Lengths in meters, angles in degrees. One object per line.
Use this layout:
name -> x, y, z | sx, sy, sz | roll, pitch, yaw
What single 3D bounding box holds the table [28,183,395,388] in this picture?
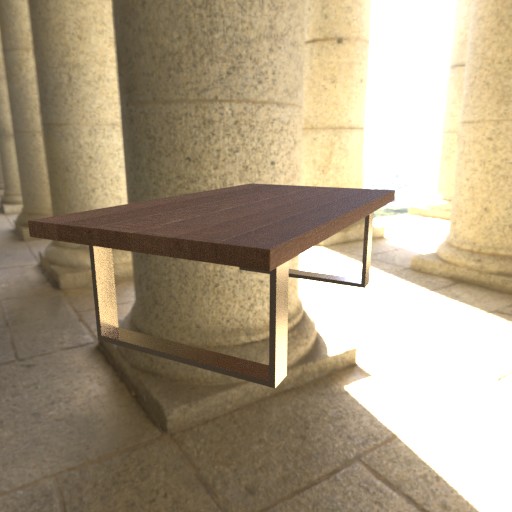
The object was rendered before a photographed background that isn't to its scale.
table -> 0.000, 0.000, 1.793 | 0.800, 0.440, 1.400 | 7, 16, 27
